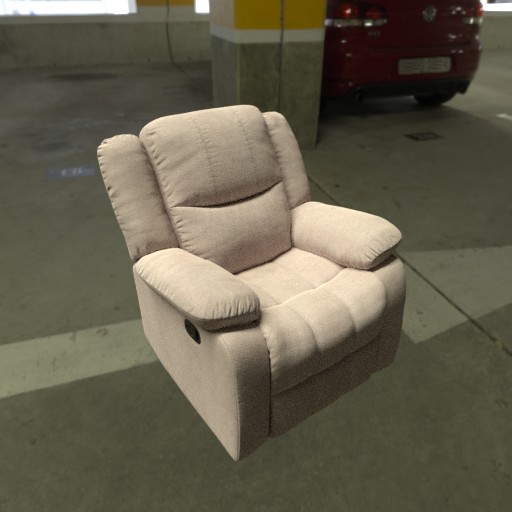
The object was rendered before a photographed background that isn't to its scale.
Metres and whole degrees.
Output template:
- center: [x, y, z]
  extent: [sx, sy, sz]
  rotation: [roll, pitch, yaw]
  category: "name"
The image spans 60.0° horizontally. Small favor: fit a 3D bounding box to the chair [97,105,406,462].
- center: [0.000, 0.000, 1.741]
  extent: [0.899, 1.008, 0.944]
  rotation: [-20, 36, -30]
  category: "chair"
